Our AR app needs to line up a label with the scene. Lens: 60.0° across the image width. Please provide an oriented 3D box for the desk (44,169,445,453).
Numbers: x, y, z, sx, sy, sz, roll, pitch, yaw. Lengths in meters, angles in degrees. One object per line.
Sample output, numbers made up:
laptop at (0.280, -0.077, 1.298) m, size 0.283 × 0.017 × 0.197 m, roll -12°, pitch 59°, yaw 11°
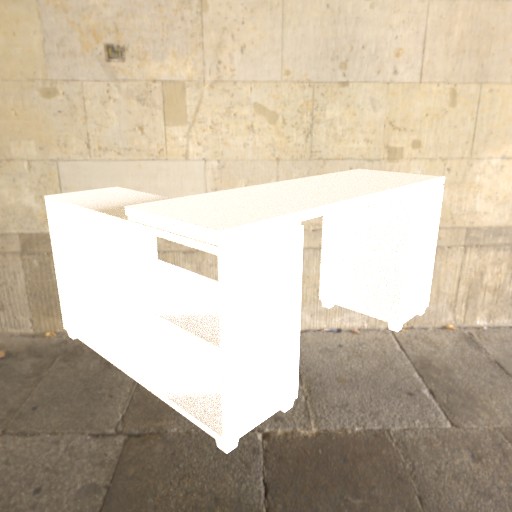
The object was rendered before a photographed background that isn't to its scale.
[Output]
desk at (0.000, 0.000, 2.239) m, size 1.199 × 0.759 × 1.524 m, roll 16°, pitch 24°, yaw 41°
